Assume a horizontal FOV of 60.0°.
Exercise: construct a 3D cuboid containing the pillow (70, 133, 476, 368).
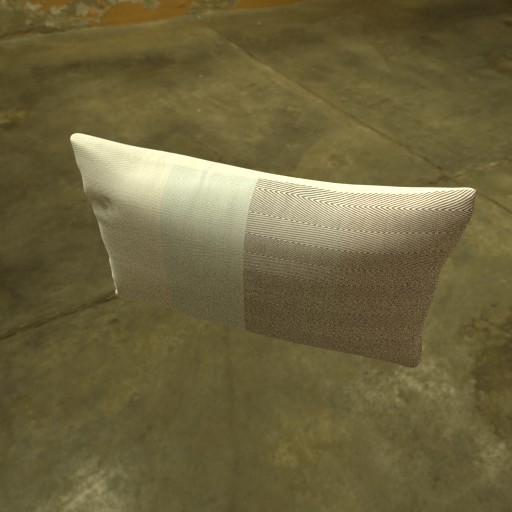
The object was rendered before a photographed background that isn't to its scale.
[{"bbox_3d":[0.000,0.000,0.619,0.506,0.305,0.139,11,42,13],"label":"pillow"}]
